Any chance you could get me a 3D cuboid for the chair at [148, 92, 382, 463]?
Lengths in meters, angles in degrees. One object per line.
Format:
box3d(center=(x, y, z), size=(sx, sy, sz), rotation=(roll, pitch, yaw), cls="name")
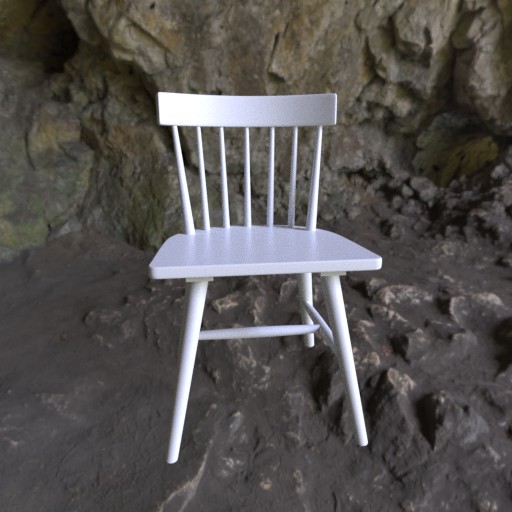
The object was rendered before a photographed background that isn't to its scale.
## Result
box3d(center=(0.000, 0.000, 1.115), size=(0.483, 0.787, 0.500), rotation=(-2, 17, -7), cls="chair")
